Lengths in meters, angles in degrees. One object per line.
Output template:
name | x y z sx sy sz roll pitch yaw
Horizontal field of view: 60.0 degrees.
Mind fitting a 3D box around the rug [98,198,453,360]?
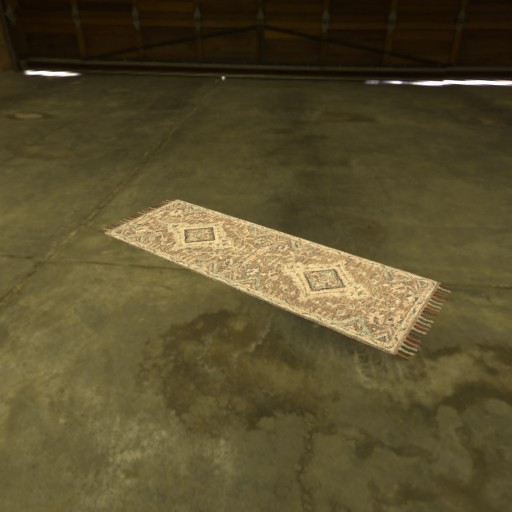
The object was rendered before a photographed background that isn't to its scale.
rug | 0.000 0.000 2.867 1.324 0.018 2.378 -22 37 -32
